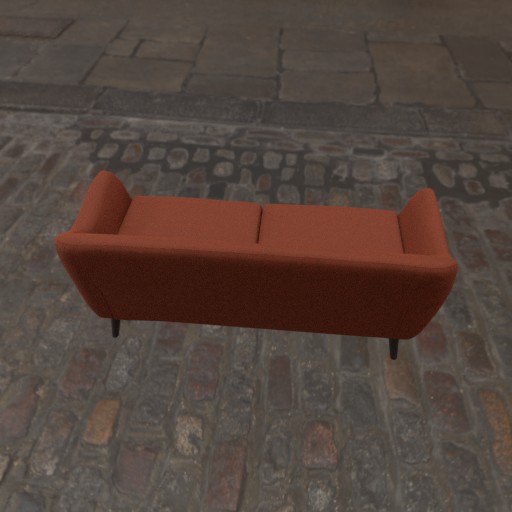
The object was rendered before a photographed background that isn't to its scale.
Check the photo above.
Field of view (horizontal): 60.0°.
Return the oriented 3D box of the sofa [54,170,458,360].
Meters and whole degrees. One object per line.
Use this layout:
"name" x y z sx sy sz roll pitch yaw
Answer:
"sofa" 0.000 0.000 2.277 1.840 0.836 0.820 4 45 4
